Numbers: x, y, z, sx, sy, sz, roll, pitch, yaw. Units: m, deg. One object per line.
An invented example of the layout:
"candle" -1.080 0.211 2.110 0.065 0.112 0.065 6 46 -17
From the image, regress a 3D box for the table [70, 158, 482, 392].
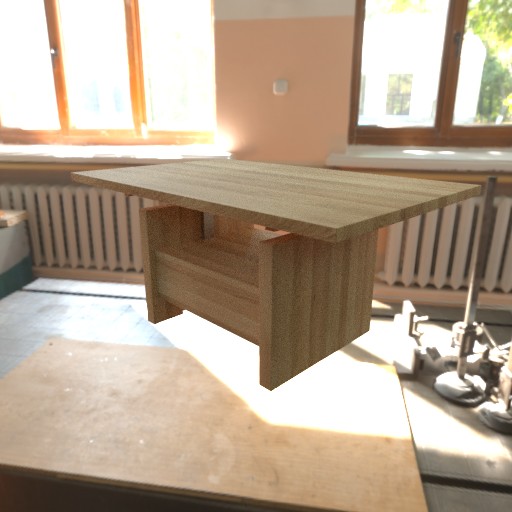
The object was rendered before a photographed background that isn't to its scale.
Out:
"table" 0.000 0.000 1.462 1.100 0.510 0.700 17 24 42
